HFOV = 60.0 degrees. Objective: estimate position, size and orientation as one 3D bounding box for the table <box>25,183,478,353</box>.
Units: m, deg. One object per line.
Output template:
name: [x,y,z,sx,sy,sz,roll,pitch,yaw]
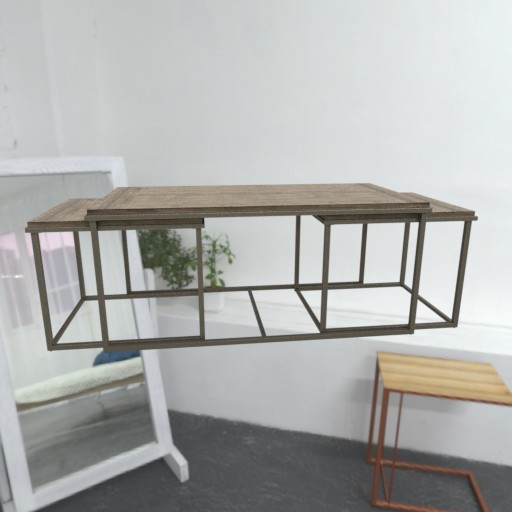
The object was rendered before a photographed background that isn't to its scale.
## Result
table: [0.000,0.000,1.524,1.312,0.427,0.489,-2,16,-7]
